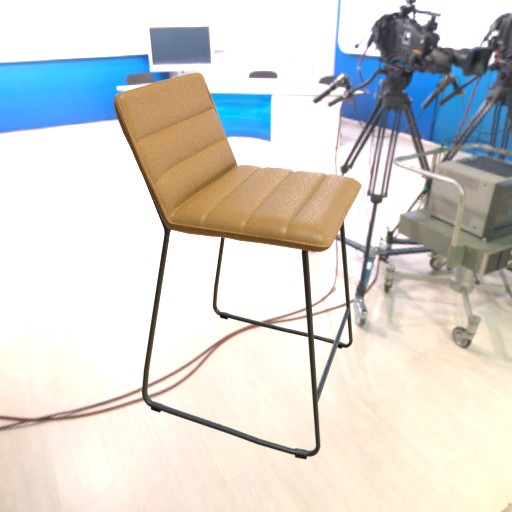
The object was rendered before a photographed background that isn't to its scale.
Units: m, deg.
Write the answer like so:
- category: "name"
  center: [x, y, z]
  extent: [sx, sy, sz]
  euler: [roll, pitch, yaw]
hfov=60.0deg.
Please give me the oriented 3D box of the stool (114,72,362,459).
- category: "stool"
  center: [0.000, 0.000, 1.195]
  extent: [0.524, 0.866, 0.489]
  euler: [11, 32, 18]
